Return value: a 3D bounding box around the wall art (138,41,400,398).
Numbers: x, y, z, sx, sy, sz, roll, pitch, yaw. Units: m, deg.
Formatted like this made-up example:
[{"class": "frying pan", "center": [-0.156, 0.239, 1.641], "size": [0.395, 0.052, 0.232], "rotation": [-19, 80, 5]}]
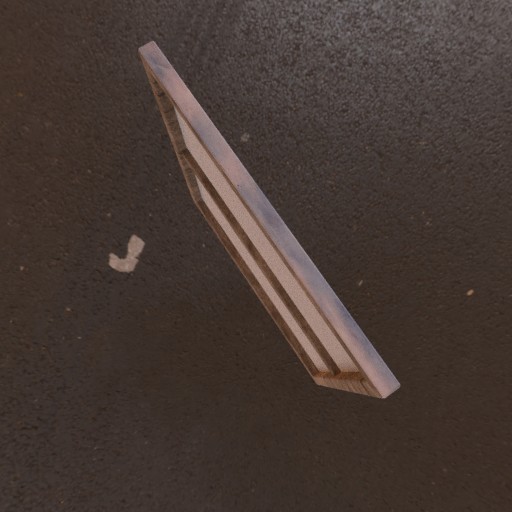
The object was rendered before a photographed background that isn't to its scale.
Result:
[{"class": "wall art", "center": [0.000, 0.000, 1.108], "size": [0.035, 0.747, 0.747], "rotation": [-33, 78, -8]}]
